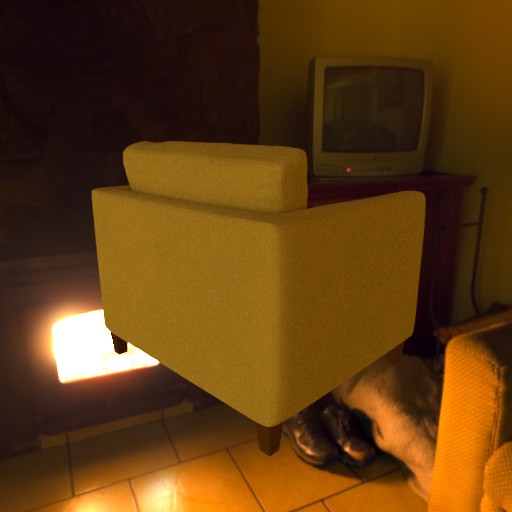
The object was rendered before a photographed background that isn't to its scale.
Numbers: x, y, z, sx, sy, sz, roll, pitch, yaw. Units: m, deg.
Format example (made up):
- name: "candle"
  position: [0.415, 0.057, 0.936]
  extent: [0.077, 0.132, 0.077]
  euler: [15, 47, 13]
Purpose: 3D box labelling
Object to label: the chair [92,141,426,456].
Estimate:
- name: "chair"
  position: [0.000, 0.000, 1.915]
  extent: [1.107, 0.961, 0.959]
  euler: [15, 21, 43]
